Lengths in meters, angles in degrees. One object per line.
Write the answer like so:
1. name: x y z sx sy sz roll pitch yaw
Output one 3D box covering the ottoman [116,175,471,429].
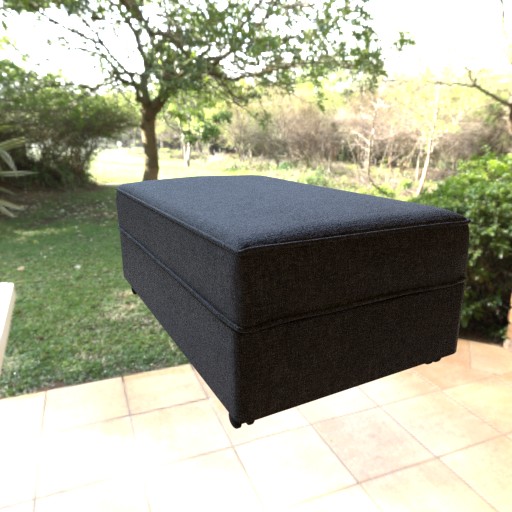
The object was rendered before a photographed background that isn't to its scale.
1. ottoman: 0.000 0.000 1.540 0.717 0.487 1.184 -8 18 -27
